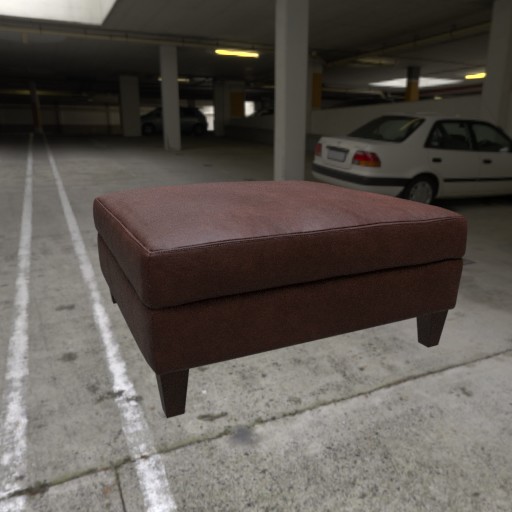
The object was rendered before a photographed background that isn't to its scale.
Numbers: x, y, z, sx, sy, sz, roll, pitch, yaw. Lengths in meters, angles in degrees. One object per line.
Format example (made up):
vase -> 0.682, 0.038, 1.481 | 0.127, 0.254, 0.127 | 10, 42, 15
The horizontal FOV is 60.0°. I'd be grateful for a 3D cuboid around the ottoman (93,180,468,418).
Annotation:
ottoman -> 0.000, 0.000, 1.333 | 0.844, 0.415, 0.836 | -7, 17, -25
